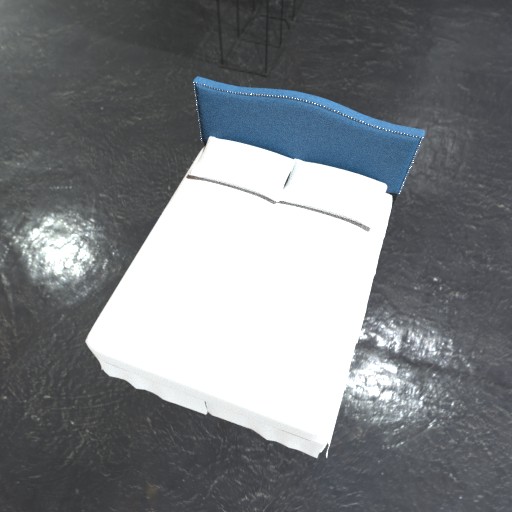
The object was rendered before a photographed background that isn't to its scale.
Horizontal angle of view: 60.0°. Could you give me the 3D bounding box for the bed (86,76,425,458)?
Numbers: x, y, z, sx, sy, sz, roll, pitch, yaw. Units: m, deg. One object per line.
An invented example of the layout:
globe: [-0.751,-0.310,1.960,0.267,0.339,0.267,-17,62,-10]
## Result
bed: [0.000,0.000,2.878,1.610,1.169,1.872,17,59,11]
